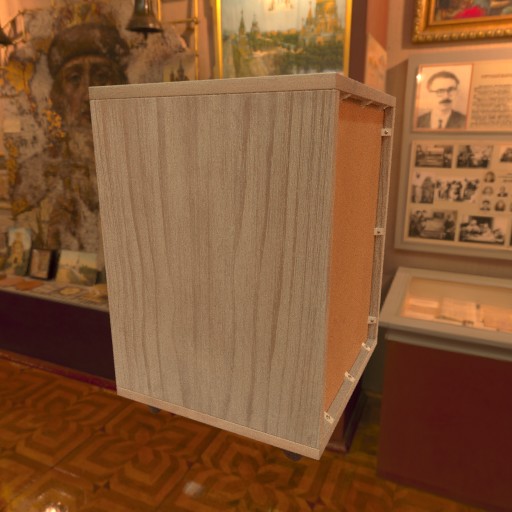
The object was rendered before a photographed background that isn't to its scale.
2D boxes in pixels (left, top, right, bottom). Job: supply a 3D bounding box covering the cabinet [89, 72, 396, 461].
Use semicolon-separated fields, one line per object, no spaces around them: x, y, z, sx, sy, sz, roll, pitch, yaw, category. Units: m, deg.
0.000;0.000;0.838;0.401;0.579;0.409;7;17;25;cabinet
